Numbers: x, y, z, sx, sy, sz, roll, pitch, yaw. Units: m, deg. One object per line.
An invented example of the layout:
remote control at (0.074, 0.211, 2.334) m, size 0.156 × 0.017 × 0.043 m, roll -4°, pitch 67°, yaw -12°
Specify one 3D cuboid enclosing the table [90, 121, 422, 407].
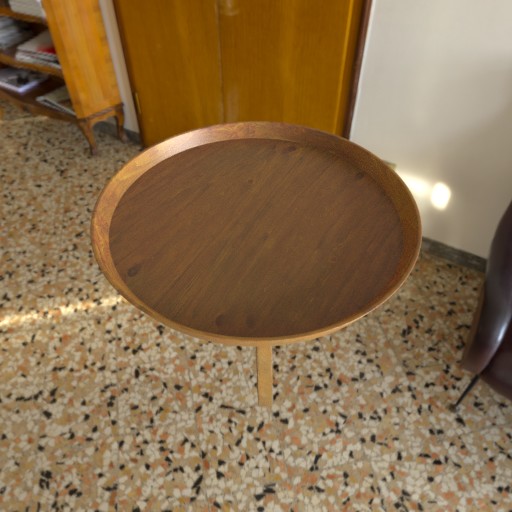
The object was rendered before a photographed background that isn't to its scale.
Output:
table at (0.000, 0.000, 1.537) m, size 1.016 × 0.470 × 1.016 m, roll 0°, pitch 45°, yaw 0°
